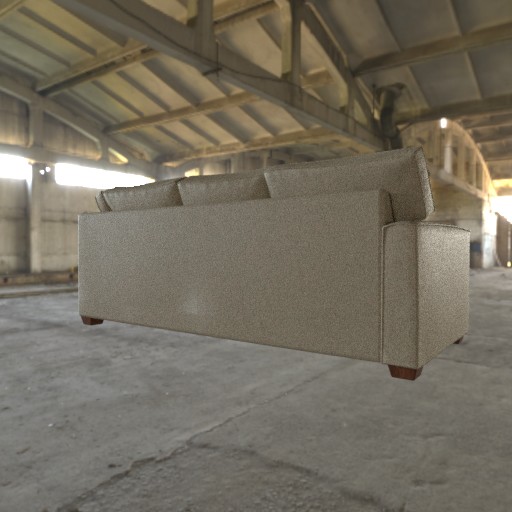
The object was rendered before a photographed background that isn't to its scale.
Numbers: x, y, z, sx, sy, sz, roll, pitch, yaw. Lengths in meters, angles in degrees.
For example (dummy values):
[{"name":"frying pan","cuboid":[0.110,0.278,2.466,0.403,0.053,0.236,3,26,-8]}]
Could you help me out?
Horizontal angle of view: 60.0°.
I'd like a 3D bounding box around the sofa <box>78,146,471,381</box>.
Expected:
[{"name":"sofa","cuboid":[0.000,0.000,2.800,2.317,0.962,1.061,1,1,36]}]
